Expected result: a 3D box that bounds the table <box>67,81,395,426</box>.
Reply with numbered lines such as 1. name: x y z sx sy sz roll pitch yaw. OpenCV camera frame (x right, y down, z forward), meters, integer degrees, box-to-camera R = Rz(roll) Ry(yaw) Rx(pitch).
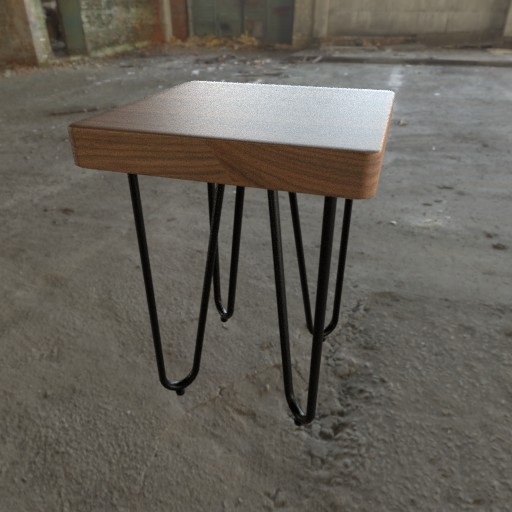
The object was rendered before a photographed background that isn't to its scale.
1. table: 0.000 0.000 0.978 0.480 0.641 0.479 9 31 15
